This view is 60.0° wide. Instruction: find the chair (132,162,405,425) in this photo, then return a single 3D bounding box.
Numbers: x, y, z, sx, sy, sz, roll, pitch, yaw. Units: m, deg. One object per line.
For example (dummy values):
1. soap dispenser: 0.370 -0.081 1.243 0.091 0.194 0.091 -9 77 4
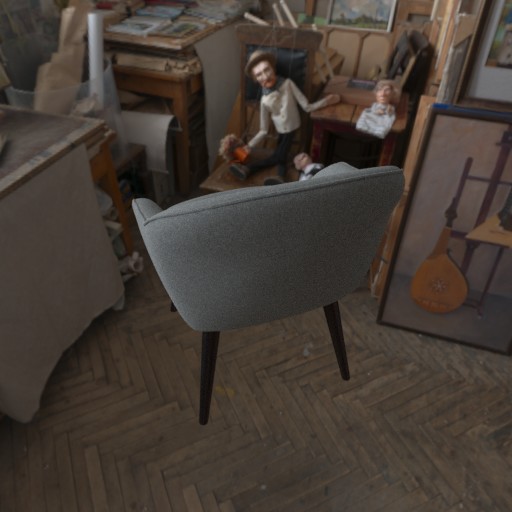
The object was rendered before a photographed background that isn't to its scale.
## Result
1. chair: 0.000 0.000 1.225 0.589 0.810 0.611 -13 43 -14
